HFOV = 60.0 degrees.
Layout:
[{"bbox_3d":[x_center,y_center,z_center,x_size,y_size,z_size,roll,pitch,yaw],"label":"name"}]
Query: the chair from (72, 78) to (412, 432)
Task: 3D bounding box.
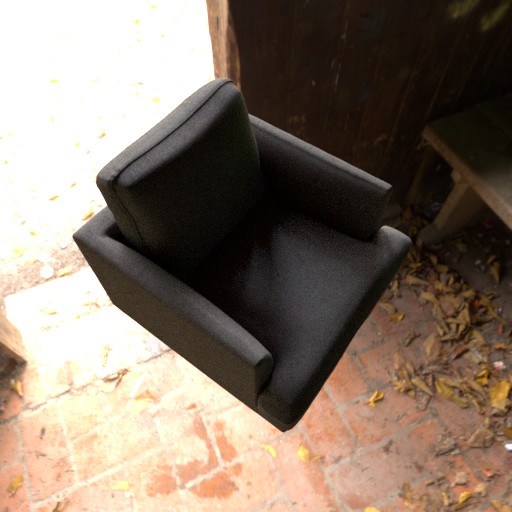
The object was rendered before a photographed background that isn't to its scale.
[{"bbox_3d":[0.000,0.000,1.644,0.899,0.957,0.858,32,63,18],"label":"chair"}]
